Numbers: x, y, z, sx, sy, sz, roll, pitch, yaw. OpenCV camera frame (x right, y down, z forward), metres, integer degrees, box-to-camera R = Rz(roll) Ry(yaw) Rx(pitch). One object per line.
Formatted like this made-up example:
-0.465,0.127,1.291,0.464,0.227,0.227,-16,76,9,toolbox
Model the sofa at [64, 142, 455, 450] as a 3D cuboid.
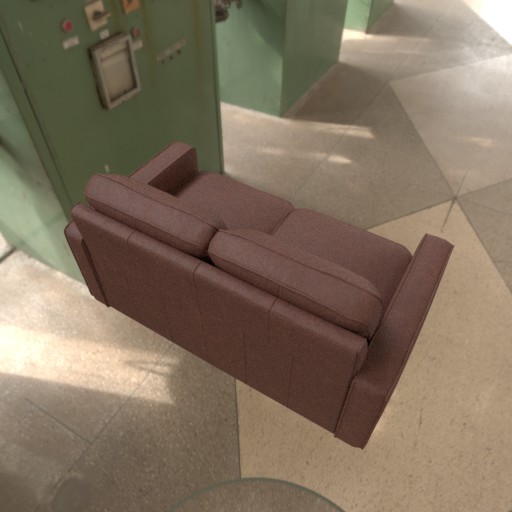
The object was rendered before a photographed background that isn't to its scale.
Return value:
0.000,0.000,2.263,1.709,0.918,0.947,24,52,20,sofa
